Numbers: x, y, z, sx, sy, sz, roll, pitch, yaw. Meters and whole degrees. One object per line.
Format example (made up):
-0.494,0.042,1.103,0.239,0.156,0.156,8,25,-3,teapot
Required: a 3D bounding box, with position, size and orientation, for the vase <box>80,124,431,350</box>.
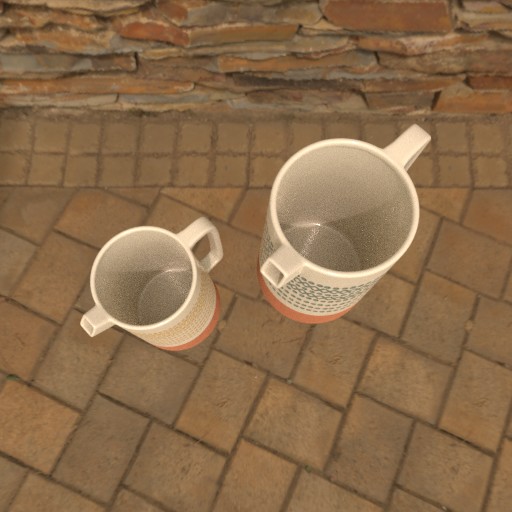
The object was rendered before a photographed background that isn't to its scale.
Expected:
0.000,0.000,0.472,0.326,0.247,0.168,-4,75,-1,vase
